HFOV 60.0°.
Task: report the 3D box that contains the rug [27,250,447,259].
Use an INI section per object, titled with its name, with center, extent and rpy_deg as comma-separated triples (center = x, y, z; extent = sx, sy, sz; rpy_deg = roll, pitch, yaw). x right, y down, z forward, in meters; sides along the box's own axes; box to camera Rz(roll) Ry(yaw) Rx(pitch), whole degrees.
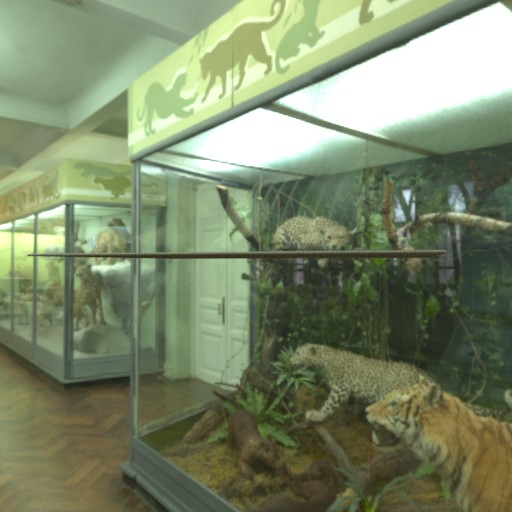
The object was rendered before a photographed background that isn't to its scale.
[rug]
center = 0.000, 0.000, 2.917
extent = 2.213, 0.014, 1.608
rpy_deg = 0, -1, 20
